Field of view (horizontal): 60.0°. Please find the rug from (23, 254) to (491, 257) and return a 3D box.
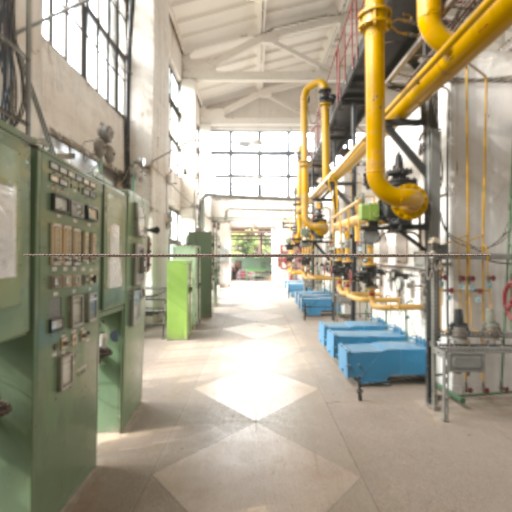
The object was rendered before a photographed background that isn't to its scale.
[{"bbox_3d":[0.000,0.000,3.092,2.464,0.010,1.549,0,0,1],"label":"rug"}]
